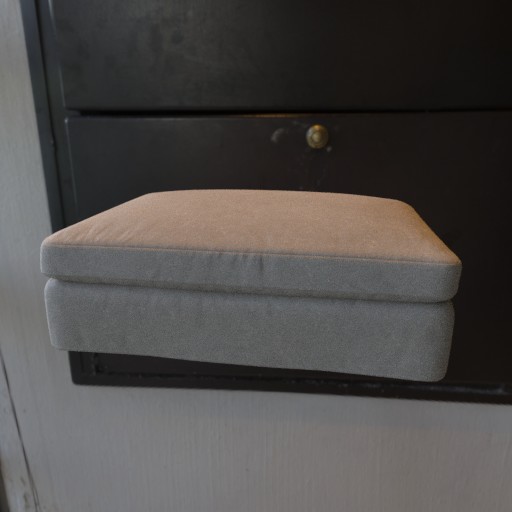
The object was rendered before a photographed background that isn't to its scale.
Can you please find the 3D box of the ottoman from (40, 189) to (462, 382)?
[{"bbox_3d":[0.000,0.000,1.601,1.199,0.429,0.840,3,18,9],"label":"ottoman"}]
